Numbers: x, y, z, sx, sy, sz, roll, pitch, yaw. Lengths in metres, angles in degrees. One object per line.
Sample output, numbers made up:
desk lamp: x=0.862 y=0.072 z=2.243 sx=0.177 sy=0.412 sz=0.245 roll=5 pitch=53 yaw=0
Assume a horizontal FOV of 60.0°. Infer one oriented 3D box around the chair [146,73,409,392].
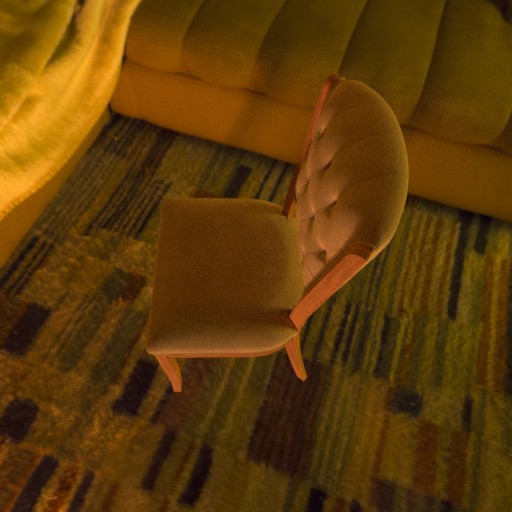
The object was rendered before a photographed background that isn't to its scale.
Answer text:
chair: x=0.000 y=0.000 z=1.236 sx=0.584 sy=0.905 sz=0.513 roll=-1 pitch=59 yaw=-1
